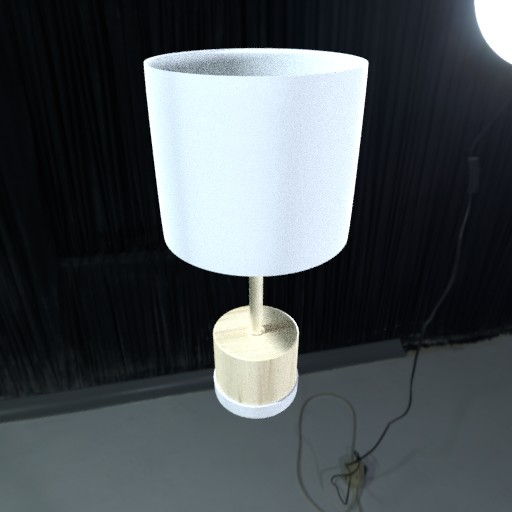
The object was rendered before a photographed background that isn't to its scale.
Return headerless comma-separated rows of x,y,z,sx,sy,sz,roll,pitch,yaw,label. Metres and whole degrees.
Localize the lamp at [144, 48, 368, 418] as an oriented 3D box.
0.000,0.000,0.576,0.229,0.470,0.229,-8,31,-13,lamp
